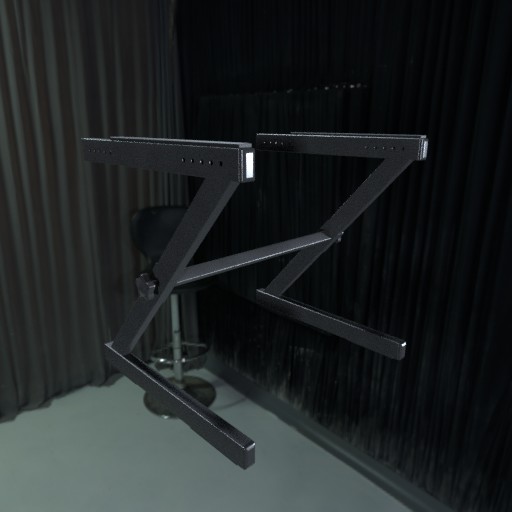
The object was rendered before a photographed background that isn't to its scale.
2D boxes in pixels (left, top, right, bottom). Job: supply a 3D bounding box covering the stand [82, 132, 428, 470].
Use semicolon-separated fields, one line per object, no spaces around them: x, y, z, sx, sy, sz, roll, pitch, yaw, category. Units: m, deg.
0.000;0.000;1.175;0.700;0.617;0.586;-16;23;-42;stand
